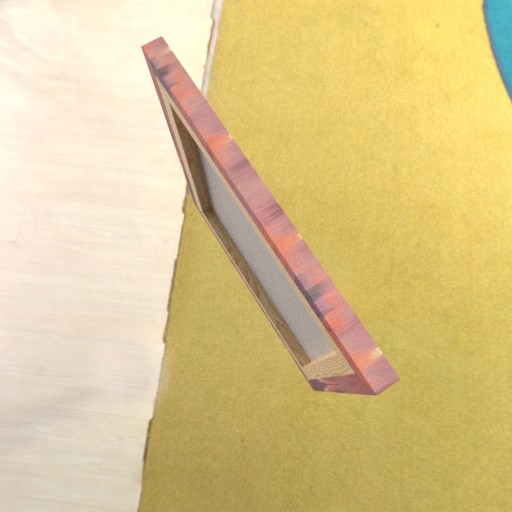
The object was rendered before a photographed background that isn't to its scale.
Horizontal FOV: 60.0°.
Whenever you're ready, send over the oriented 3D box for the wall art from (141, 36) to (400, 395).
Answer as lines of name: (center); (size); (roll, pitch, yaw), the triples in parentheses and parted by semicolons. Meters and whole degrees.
wall art: (0.000, 0.000, 0.900); (0.037, 0.609, 0.603); (-31, 76, -9)
